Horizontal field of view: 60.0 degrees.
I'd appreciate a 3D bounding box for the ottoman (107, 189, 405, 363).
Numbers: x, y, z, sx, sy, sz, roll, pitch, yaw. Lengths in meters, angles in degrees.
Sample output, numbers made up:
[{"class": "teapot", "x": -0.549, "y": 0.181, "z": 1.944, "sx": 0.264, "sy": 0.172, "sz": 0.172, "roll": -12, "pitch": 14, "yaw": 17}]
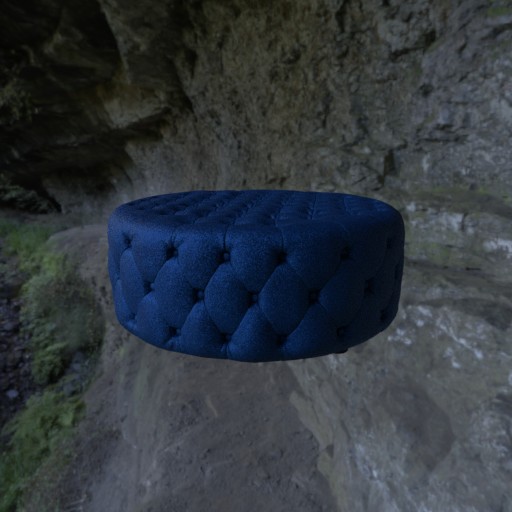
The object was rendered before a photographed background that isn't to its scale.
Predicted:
[{"class": "ottoman", "x": 0.000, "y": 0.000, "z": 1.557, "sx": 0.998, "sy": 0.398, "sz": 0.998, "roll": 0, "pitch": 14, "yaw": 0}]
